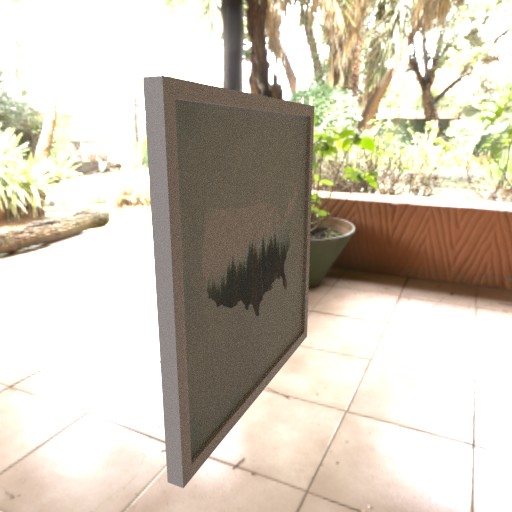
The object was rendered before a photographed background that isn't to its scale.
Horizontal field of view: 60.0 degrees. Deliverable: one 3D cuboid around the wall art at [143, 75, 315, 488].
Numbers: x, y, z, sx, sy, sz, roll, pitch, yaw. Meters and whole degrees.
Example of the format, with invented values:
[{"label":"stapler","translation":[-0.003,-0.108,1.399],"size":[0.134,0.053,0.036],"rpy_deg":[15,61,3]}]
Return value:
[{"label":"wall art","translation":[0.000,0.000,1.119],"size":[0.038,0.762,0.762],"rpy_deg":[7,16,24]}]
